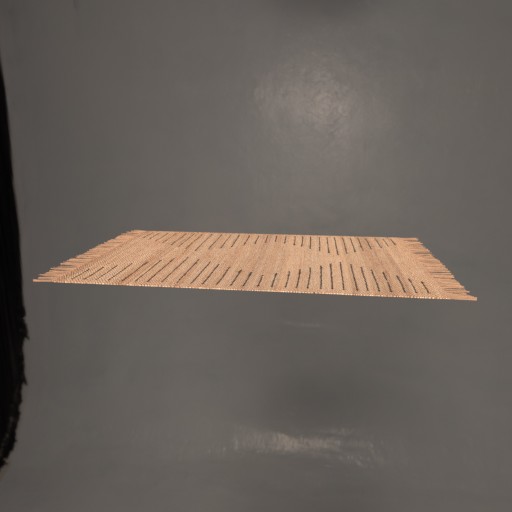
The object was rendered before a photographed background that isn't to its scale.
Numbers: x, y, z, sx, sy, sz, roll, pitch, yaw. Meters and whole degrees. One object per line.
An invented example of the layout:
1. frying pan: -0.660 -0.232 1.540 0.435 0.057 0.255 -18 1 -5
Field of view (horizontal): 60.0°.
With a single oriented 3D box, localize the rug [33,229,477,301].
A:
1. rug: 0.000 0.000 2.605 2.085 0.027 1.224 2 15 7
